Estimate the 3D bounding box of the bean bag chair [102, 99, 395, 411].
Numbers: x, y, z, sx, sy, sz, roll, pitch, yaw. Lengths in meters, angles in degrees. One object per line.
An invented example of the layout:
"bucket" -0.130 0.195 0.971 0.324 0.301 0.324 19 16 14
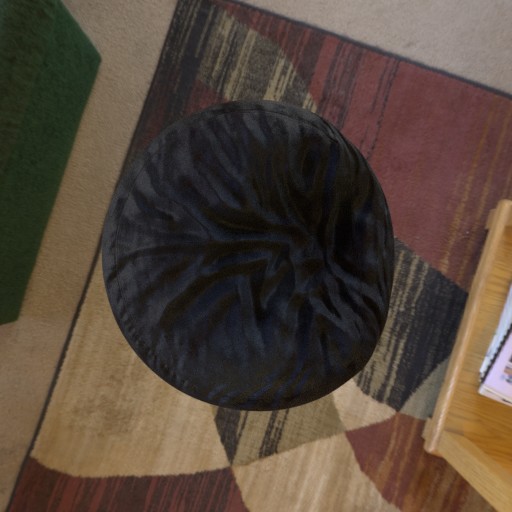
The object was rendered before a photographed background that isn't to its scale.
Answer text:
"bean bag chair" 0.000 0.000 1.463 0.918 0.616 0.918 0 89 -1
